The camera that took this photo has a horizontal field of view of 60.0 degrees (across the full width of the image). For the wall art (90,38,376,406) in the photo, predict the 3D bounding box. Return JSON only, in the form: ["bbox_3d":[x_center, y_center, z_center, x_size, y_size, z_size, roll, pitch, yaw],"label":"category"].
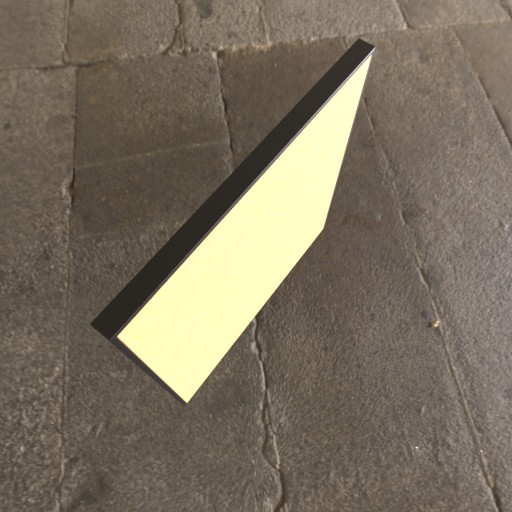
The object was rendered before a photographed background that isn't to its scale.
[{"bbox_3d":[0.000,0.000,1.131,0.042,0.766,0.769,34,69,15],"label":"wall art"}]
